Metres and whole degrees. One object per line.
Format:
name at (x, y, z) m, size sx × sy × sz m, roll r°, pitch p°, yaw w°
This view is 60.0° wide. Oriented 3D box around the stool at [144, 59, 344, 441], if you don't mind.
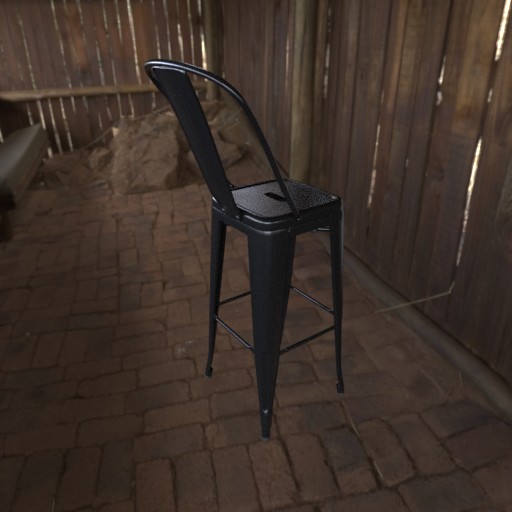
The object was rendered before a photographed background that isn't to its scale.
stool at (0.000, 0.000, 1.335) m, size 0.513 × 1.096 × 0.399 m, roll -18°, pitch 31°, yaw -32°
